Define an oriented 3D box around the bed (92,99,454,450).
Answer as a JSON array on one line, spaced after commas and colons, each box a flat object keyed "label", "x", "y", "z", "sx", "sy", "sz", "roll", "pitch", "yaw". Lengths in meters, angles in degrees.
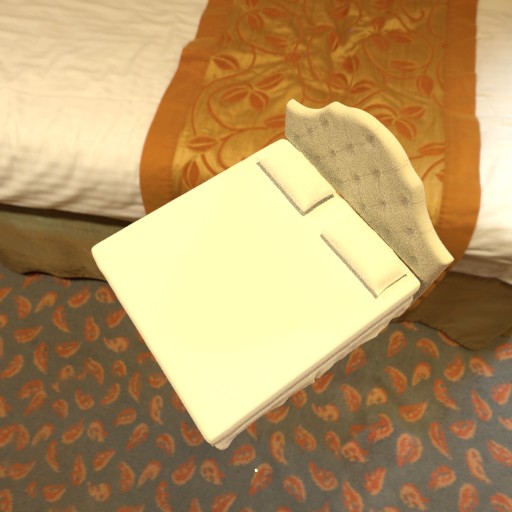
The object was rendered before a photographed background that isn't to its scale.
[{"label": "bed", "x": 0.000, "y": 0.000, "z": 3.573, "sx": 2.214, "sy": 1.615, "sz": 2.008, "roll": -33, "pitch": 69, "yaw": -15}]
